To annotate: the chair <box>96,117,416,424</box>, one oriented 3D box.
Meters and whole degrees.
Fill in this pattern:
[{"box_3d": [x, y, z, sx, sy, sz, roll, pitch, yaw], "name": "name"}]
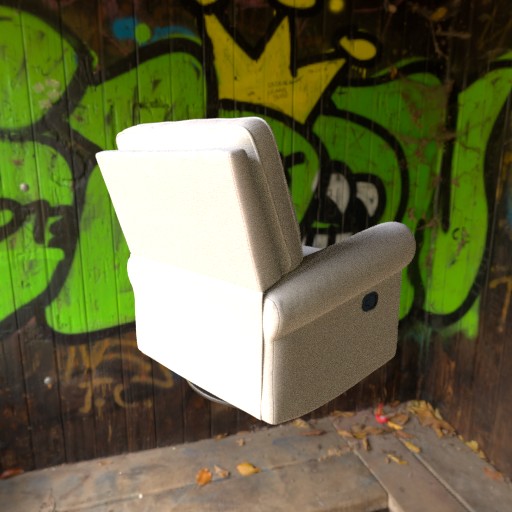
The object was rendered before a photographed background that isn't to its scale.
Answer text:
[{"box_3d": [0.000, 0.000, 1.683, 0.890, 0.960, 0.878, 12, 18, 43], "name": "chair"}]
